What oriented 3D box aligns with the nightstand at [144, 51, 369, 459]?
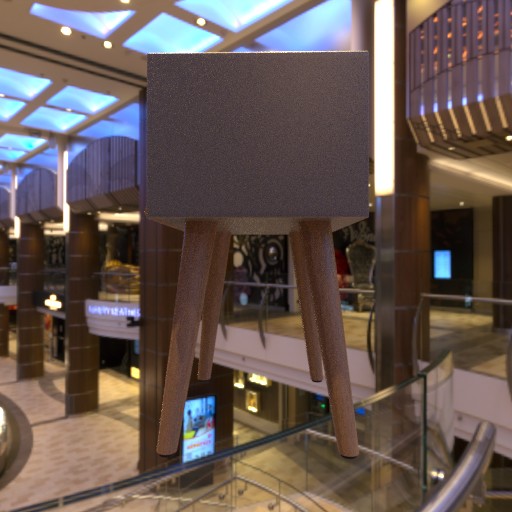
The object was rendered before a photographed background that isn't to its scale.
[{"bbox_3d":[0.000,0.000,0.737,0.288,0.508,0.370,0,0,1],"label":"nightstand"}]
